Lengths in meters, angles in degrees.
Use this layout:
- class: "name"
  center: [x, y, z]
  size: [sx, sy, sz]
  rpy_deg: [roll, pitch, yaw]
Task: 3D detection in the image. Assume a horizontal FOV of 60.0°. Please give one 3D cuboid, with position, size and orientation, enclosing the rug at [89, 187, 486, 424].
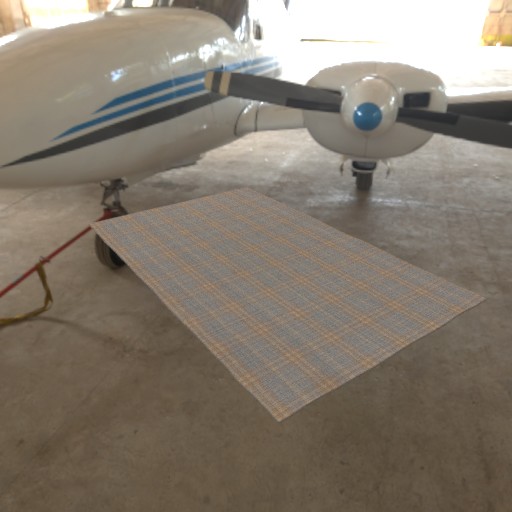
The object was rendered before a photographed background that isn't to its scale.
- class: "rug"
  center: [0.000, 0.000, 3.058]
  size: [1.545, 0.016, 2.460]
  rpy_deg: [-19, 33, -31]
